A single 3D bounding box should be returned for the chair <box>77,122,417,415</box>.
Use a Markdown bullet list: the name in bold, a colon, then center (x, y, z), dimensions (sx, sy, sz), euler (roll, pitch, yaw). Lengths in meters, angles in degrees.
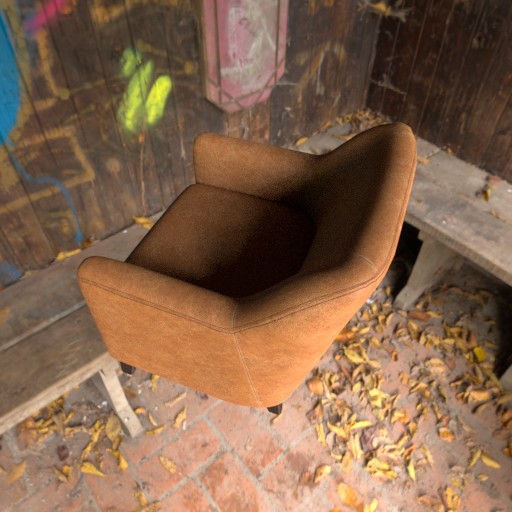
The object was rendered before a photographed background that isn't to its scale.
- **chair**: center (0.000, 0.000, 1.849), dimensions (1.034, 0.980, 1.037), euler (16, 48, 15)
